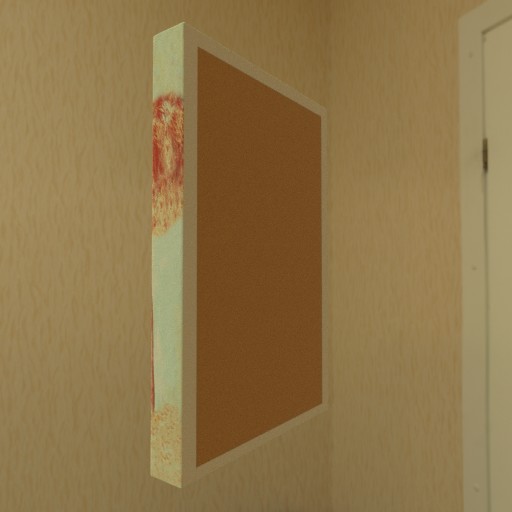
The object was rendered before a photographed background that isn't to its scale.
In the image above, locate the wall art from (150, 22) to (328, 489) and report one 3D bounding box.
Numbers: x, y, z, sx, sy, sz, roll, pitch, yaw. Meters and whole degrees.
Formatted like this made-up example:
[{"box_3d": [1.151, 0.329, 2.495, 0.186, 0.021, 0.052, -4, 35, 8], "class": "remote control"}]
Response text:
[{"box_3d": [0.000, 0.000, 0.470, 0.039, 0.380, 0.251, -1, -2, 37], "class": "wall art"}]
